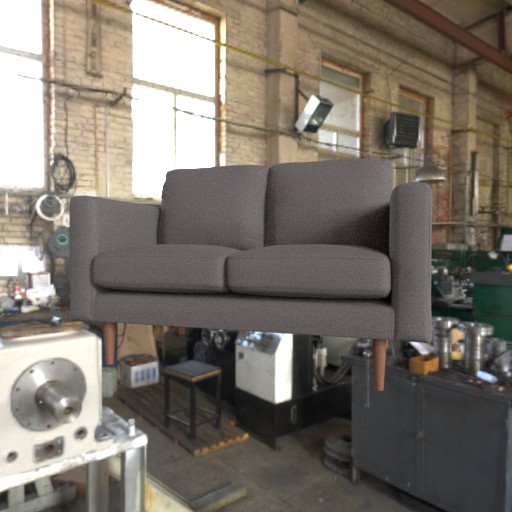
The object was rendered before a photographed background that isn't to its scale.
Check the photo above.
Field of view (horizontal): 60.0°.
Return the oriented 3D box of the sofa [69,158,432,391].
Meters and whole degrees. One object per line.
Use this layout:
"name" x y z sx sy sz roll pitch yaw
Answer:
"sofa" 0.000 0.000 1.988 1.430 0.908 0.796 0 2 18
